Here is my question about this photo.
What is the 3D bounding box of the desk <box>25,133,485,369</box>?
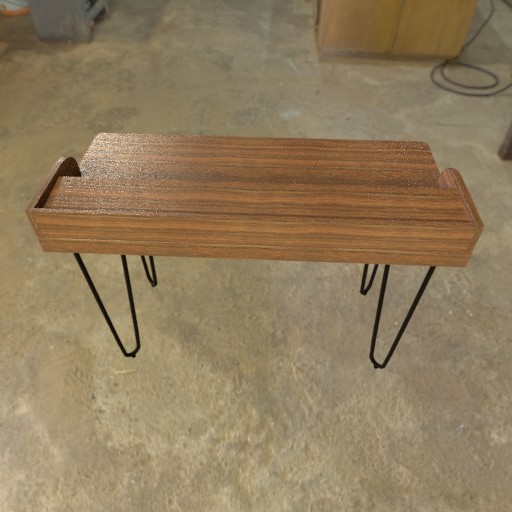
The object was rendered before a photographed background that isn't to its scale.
[{"bbox_3d":[0.000,0.000,1.652,1.200,0.854,0.565,2,46,2],"label":"desk"}]
